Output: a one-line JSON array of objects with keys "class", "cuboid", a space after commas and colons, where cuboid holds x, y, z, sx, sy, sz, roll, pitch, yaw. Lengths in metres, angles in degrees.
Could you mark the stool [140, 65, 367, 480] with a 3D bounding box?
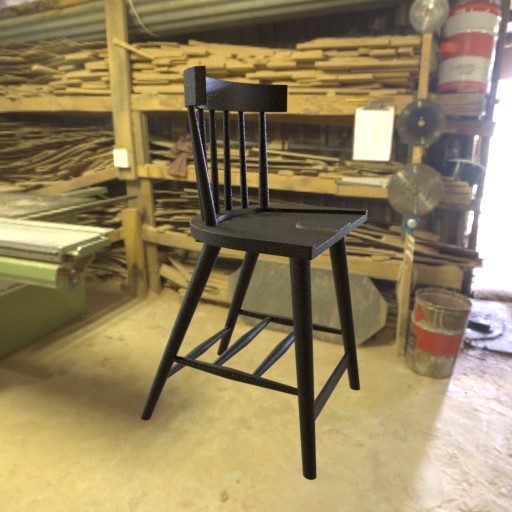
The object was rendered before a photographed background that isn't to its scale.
[{"class": "stool", "cuboid": [0.000, 0.000, 1.263, 0.549, 0.953, 0.494, 8, 17, 26]}]
